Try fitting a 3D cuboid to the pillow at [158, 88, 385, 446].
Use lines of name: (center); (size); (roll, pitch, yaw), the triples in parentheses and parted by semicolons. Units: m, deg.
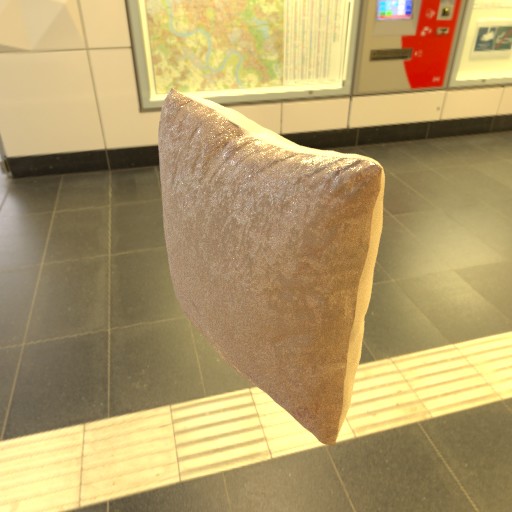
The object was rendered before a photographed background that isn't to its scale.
pillow: (0.000, 0.000, 0.711); (0.245, 0.448, 0.450); (-21, 38, -29)
